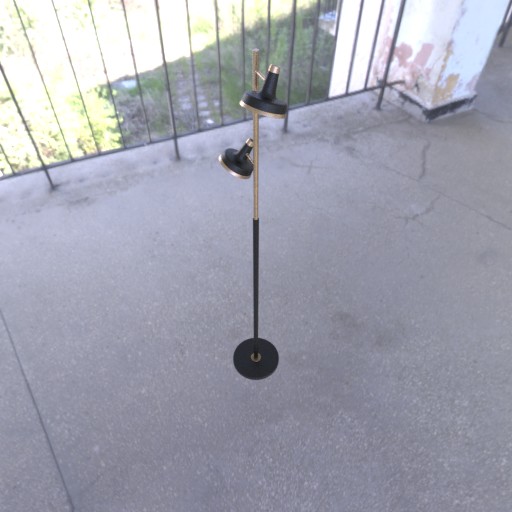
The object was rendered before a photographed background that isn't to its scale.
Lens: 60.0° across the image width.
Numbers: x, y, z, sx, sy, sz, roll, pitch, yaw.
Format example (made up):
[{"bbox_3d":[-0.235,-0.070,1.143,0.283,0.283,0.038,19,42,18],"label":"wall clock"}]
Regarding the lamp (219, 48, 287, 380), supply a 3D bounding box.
[{"bbox_3d":[0.000,0.000,1.841,0.253,1.674,0.351,-17,49,-16],"label":"lamp"}]
